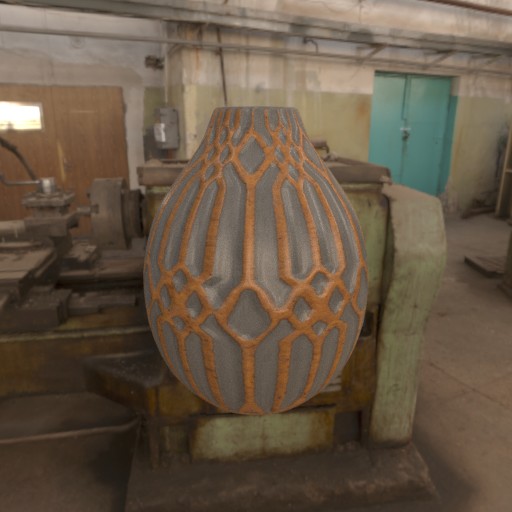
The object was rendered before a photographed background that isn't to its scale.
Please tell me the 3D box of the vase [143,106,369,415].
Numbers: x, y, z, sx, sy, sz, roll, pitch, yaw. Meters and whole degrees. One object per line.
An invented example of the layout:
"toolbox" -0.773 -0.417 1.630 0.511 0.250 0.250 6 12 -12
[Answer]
"vase" 0.000 0.000 0.138 0.069 0.088 0.069 0 17 0
